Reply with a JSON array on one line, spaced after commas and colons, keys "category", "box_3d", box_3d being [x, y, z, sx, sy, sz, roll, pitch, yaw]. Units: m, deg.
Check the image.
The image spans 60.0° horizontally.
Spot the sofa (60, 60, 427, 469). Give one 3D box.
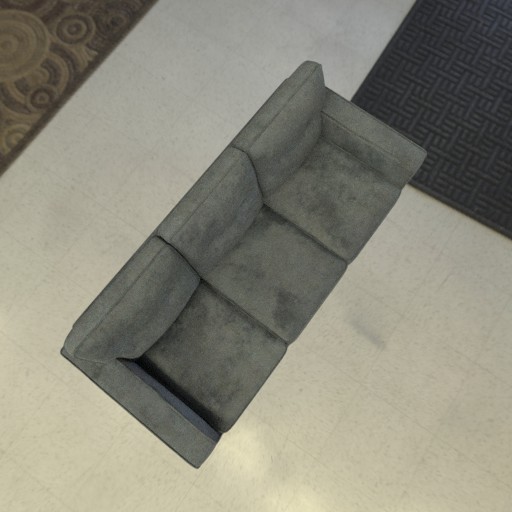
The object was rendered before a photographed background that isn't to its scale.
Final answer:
[{"category": "sofa", "box_3d": [0.000, 0.000, 2.566, 0.939, 0.965, 2.133, 36, 78, 9]}]
